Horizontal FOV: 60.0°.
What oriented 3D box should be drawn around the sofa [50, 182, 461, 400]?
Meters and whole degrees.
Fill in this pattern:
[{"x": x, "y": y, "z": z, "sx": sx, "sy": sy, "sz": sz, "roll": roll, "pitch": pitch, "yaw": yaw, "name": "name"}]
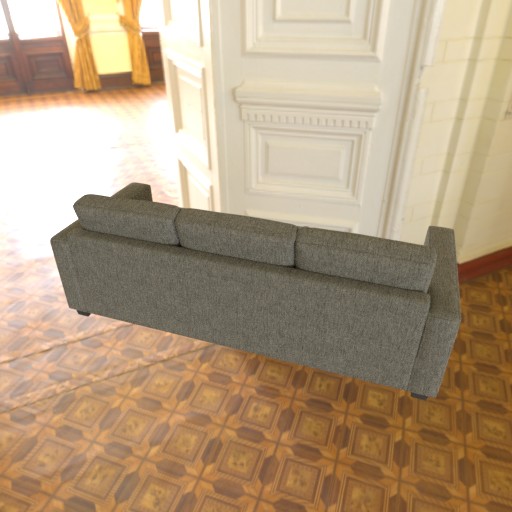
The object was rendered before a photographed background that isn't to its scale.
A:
[{"x": 0.000, "y": 0.000, "z": 2.613, "sx": 2.160, "sy": 0.800, "sz": 0.900, "roll": 10, "pitch": 34, "yaw": 16, "name": "sofa"}]
